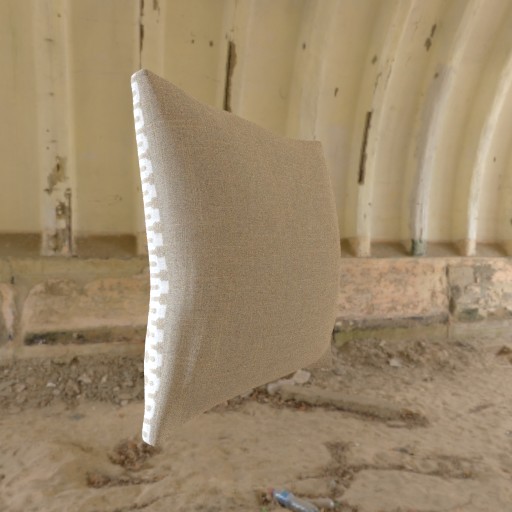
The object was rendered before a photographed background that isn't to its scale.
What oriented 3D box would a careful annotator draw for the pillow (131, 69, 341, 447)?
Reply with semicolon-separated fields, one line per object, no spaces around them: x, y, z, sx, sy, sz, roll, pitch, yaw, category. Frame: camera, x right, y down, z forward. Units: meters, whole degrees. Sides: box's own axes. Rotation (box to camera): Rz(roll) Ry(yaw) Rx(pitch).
0.000;0.000;0.770;0.219;0.491;0.496;1;1;36;pillow
